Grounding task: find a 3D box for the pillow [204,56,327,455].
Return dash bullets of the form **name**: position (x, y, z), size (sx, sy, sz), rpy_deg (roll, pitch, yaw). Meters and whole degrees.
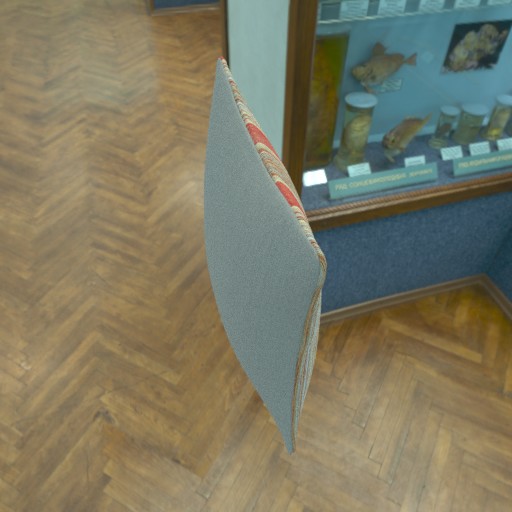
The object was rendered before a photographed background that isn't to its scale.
- **pillow**: position (0.000, 0.000, 0.652), size (0.136, 0.419, 0.437), rpy_deg (-11, 47, -10)
